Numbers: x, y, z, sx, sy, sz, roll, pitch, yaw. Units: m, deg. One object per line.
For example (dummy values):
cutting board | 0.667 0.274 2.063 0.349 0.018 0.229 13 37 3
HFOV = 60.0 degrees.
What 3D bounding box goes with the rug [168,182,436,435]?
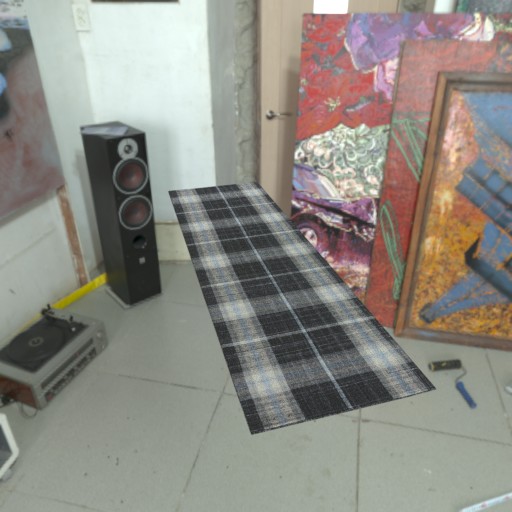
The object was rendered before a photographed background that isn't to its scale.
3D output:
rug | 0.000 0.000 2.656 0.760 0.012 2.434 -8 31 -14
